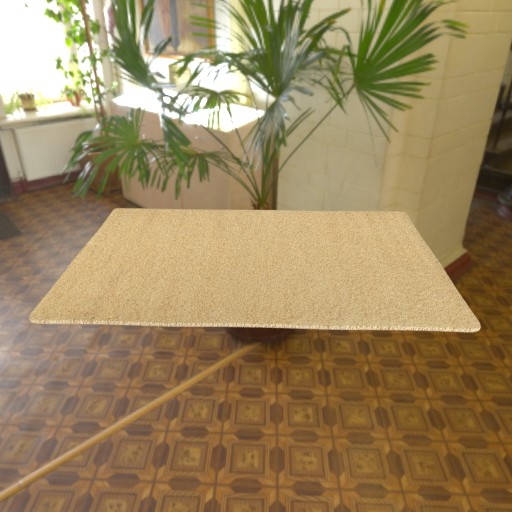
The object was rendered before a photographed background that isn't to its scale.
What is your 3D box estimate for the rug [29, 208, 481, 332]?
[{"bbox_3d":[0.000,0.000,2.926,2.349,0.026,1.500,1,29,2],"label":"rug"}]
